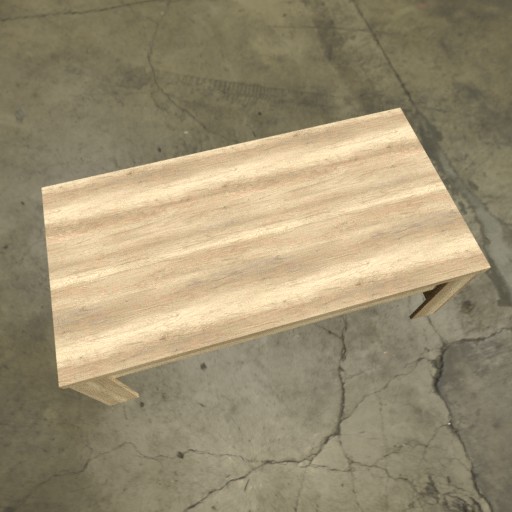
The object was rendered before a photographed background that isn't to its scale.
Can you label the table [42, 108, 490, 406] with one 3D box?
[{"bbox_3d":[0.000,0.000,1.679,1.350,0.460,0.700,-14,65,-7],"label":"table"}]
